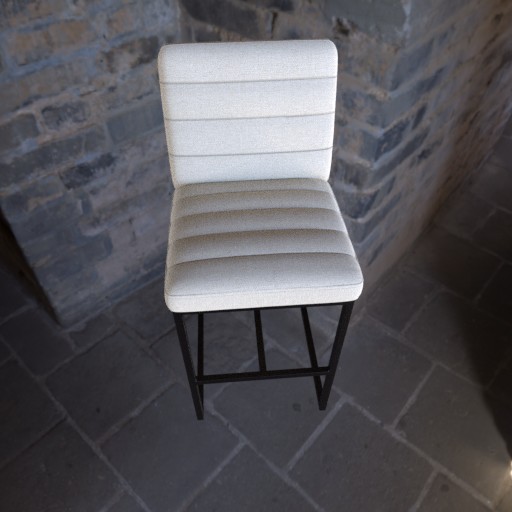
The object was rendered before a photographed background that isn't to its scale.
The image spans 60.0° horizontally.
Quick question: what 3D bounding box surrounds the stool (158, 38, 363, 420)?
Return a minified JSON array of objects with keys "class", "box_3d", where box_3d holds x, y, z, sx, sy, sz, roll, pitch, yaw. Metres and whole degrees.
[{"class":"stool","box_3d":[0.000,0.000,1.307,0.460,1.040,0.560,-3,46,-3]}]
